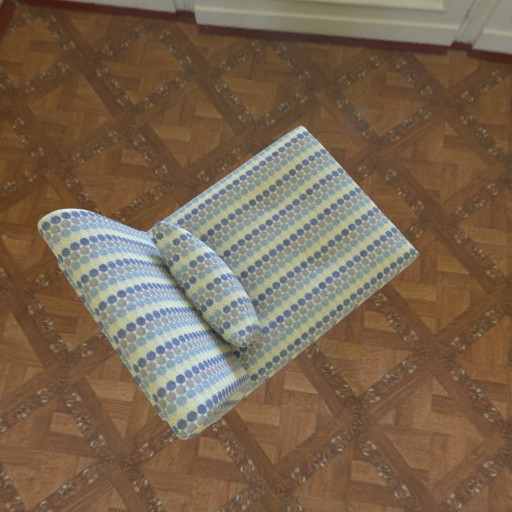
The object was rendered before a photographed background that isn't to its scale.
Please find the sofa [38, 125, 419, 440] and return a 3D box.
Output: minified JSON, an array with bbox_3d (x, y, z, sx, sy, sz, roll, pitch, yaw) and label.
[{"bbox_3d":[0.000,0.000,1.526,1.000,0.820,0.700,-37,78,-9],"label":"sofa"}]
